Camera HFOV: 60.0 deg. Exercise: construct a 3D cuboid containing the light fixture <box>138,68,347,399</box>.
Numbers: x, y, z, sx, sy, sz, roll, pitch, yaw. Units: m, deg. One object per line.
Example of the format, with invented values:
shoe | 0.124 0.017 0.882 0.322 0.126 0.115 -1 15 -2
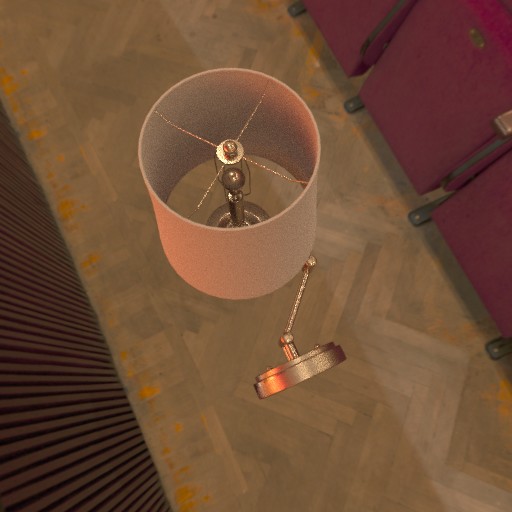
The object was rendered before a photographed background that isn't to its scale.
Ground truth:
light fixture | 0.000 0.000 0.594 0.223 0.381 0.348 -23 75 -6
